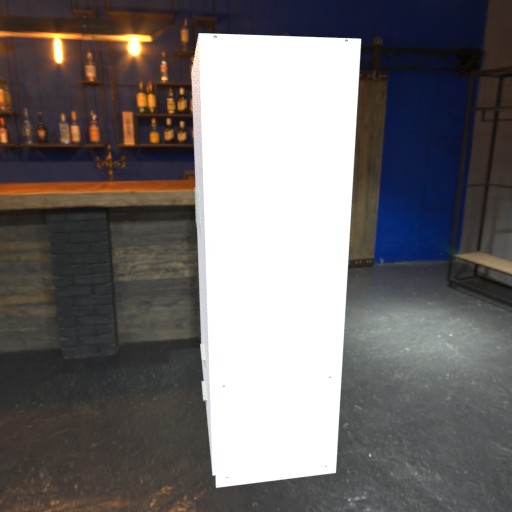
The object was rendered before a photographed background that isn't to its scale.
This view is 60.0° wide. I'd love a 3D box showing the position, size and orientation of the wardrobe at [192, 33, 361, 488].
[{"bbox_3d":[0.000,0.000,2.204,0.577,1.808,0.991,-3,16,-9],"label":"wardrobe"}]
